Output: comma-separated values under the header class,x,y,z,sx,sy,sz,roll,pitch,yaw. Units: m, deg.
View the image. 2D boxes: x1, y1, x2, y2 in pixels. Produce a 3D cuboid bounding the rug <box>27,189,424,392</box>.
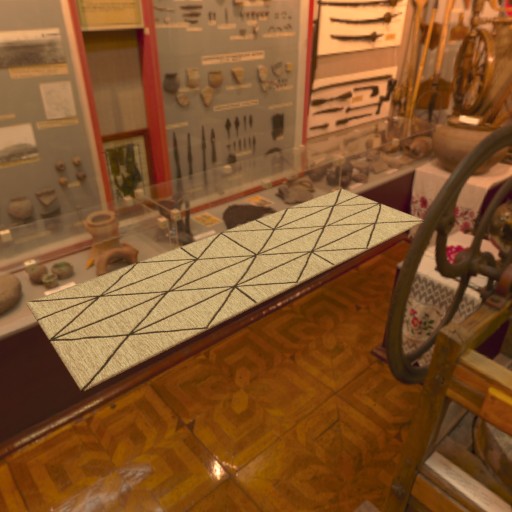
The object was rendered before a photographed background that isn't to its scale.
class,x,y,z,sx,sy,sz,roll,pitch,yaw
rug,0.000,0.000,2.696,2.438,0.012,0.762,-23,37,-33
